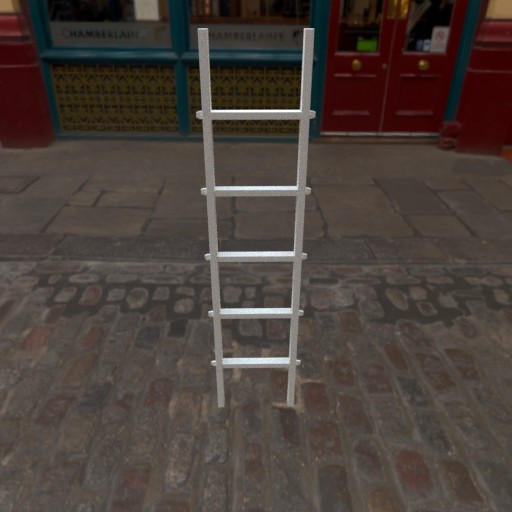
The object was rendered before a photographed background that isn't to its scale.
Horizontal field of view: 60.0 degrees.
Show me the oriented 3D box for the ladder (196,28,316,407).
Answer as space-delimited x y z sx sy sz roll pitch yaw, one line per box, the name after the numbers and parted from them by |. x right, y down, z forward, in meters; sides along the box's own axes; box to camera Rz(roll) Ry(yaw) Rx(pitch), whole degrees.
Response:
0.000 0.000 1.970 0.452 1.797 0.051 0 28 -1 | ladder
